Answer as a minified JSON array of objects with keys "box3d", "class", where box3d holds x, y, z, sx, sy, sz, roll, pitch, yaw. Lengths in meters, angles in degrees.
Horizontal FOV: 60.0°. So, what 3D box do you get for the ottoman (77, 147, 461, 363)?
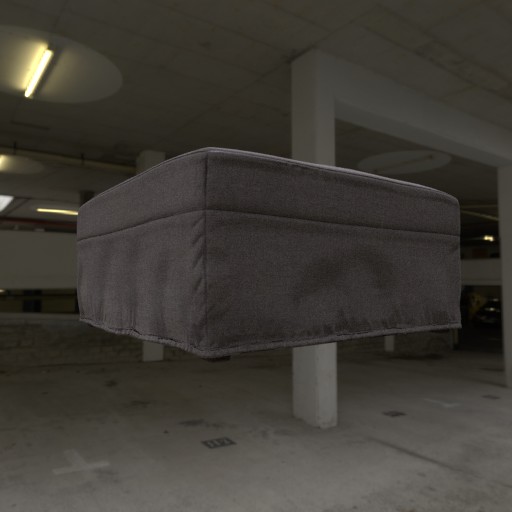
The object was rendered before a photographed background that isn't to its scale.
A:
[{"box3d":[0.000,0.000,1.318,0.840,0.436,0.843,2,-4,-36],"class":"ottoman"}]
